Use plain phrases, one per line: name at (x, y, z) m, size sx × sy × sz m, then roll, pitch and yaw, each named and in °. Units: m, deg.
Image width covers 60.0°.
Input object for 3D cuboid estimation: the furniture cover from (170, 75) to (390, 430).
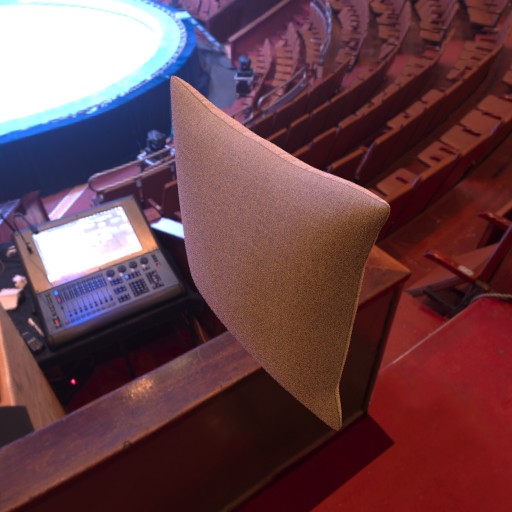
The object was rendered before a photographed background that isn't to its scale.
furniture cover at (0.000, 0.000, 0.804) m, size 0.178 × 0.506 × 0.512 m, roll -26°, pitch 48°, yaw -26°
